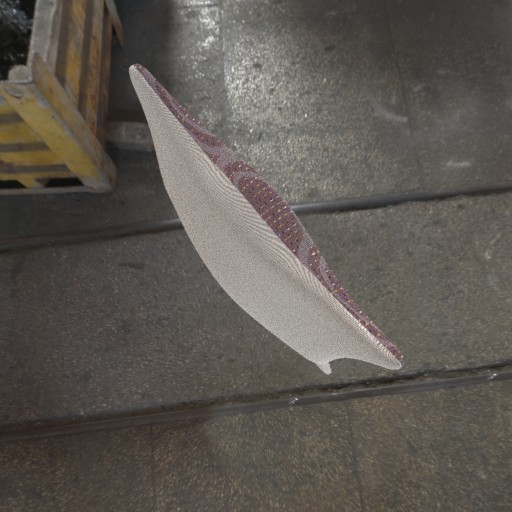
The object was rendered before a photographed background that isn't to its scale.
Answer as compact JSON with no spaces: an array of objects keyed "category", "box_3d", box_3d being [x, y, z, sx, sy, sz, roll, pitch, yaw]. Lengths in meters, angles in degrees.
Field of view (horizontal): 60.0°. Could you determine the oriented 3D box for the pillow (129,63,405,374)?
[{"category":"pillow","box_3d":[0.000,0.000,0.788,0.163,0.513,0.514,-39,78,-10]}]
